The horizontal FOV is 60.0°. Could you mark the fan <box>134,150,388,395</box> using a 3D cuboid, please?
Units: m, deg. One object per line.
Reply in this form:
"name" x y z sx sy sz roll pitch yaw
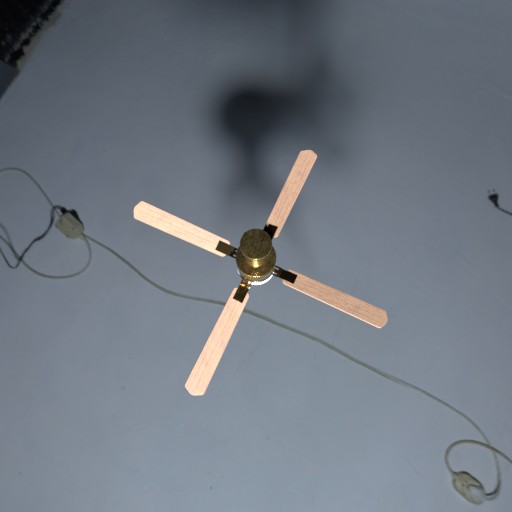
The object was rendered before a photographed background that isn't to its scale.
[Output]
"fan" 0.000 0.000 2.000 1.320 0.355 1.320 24 75 7
